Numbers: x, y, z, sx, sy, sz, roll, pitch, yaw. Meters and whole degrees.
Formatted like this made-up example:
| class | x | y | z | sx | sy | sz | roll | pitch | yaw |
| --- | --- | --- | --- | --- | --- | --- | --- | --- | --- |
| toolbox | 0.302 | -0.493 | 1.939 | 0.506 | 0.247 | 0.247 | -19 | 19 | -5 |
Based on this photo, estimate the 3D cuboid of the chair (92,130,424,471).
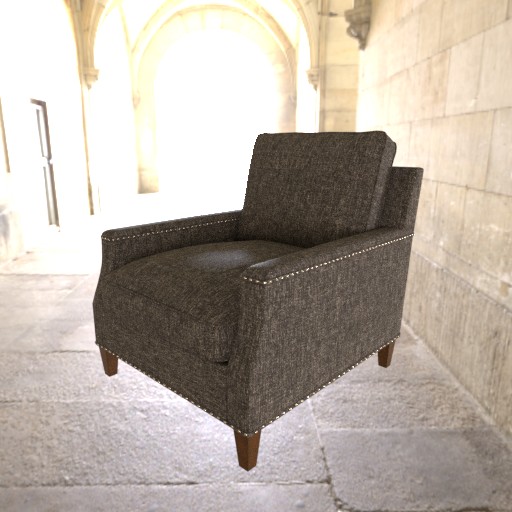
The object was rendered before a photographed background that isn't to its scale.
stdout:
| class | x | y | z | sx | sy | sz | roll | pitch | yaw |
| --- | --- | --- | --- | --- | --- | --- | --- | --- | --- |
| chair | 0.000 | 0.000 | 1.715 | 0.853 | 0.943 | 1.014 | 13 | 19 | 42 |
